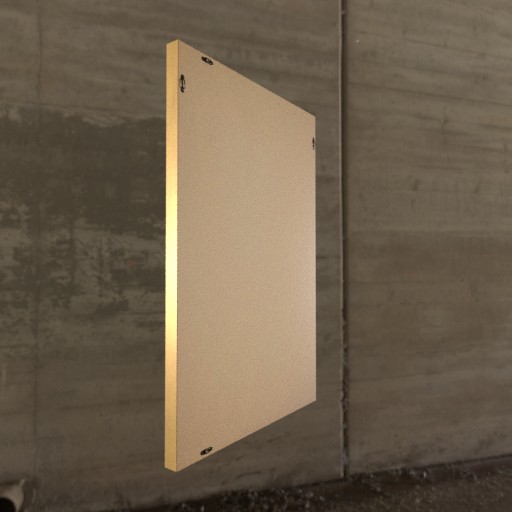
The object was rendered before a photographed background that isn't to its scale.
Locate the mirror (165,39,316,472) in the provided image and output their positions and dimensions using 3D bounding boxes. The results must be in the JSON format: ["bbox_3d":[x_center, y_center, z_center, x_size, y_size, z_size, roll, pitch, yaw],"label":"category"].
[{"bbox_3d":[0.000,0.000,1.192,0.041,0.915,0.609,-1,-1,36],"label":"mirror"}]
